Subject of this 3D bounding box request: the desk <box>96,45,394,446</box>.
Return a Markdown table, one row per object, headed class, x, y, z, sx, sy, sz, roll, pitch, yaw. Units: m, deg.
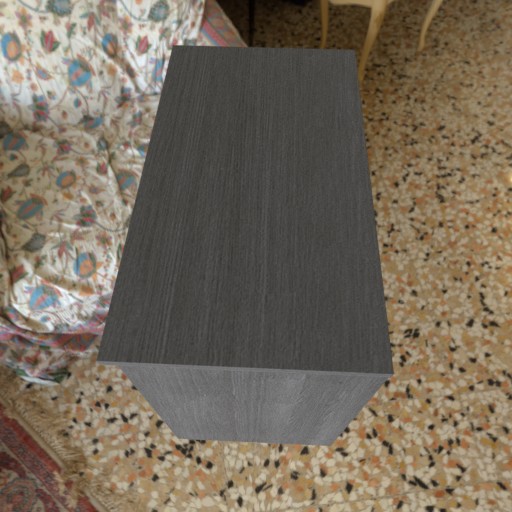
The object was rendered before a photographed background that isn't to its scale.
| class | x | y | z | sx | sy | sz | roll | pitch | yaw |
| --- | --- | --- | --- | --- | --- | --- | --- | --- | --- |
| desk | 0.000 | 0.000 | 1.282 | 0.498 | 0.724 | 0.893 | 2 | 58 | 1 |
